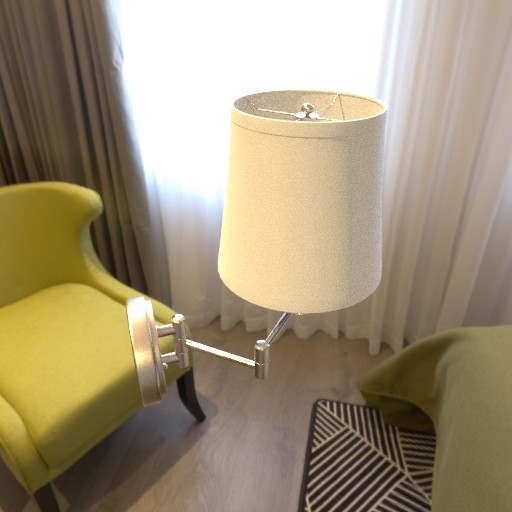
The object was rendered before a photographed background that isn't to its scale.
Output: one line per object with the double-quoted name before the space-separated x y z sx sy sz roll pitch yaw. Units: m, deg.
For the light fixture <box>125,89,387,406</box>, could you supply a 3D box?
"light fixture" 0.000 0.000 0.585 0.348 0.381 0.223 -10 32 -16
